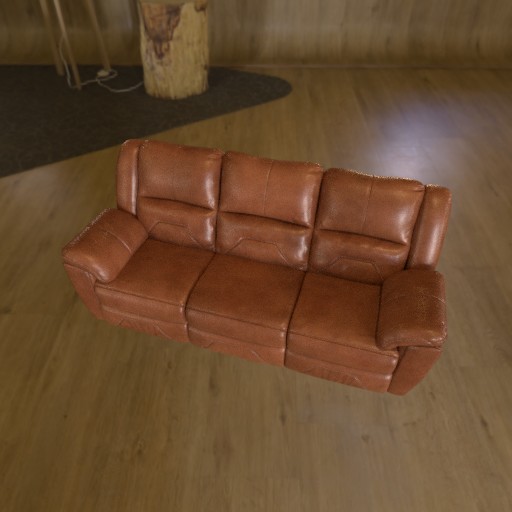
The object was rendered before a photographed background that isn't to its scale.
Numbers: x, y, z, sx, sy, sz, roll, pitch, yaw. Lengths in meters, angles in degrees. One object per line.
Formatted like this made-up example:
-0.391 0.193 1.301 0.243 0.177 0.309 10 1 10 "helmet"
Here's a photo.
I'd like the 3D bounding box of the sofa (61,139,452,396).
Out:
0.000 0.000 2.902 2.337 1.043 0.991 12 44 12 "sofa"
